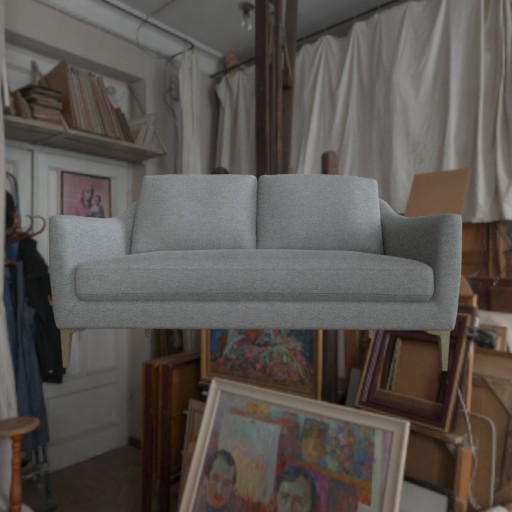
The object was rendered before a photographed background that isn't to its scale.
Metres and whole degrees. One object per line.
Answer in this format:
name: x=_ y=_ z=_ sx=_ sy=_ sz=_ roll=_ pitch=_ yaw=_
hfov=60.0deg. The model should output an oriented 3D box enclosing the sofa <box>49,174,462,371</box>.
sofa: x=0.000 y=0.000 z=2.177 sx=1.619 sy=0.904 sz=0.960 roll=0 pitch=-1 yaw=2
